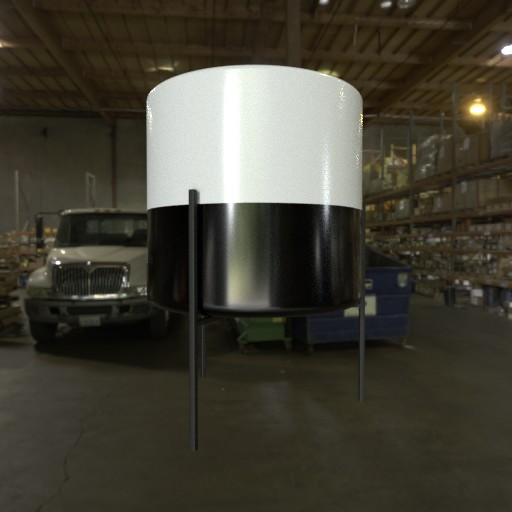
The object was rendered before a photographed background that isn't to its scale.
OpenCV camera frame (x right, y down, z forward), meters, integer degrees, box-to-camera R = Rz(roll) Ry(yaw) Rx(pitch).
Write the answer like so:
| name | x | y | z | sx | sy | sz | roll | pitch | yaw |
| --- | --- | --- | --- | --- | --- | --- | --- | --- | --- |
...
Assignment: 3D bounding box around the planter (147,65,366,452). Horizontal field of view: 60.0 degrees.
| name | x | y | z | sx | sy | sz | roll | pitch | yaw |
| --- | --- | --- | --- | --- | --- | --- | --- | --- | --- |
| planter | 0.000 | 0.000 | 0.644 | 0.310 | 0.432 | 0.310 | -1 | 2 | -20 |
